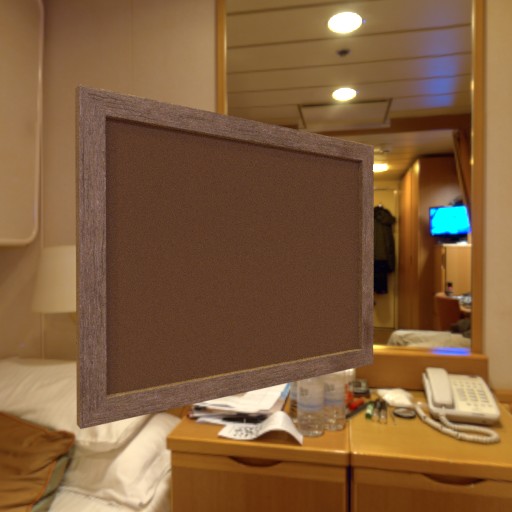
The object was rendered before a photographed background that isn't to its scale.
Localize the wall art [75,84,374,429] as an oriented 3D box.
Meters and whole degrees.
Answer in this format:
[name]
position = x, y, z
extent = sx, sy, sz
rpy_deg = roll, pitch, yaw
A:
[wall art]
position = 0.000, 0.000, 0.898
extent = 0.690, 0.535, 0.026
rpy_deg = 0, 1, -35
